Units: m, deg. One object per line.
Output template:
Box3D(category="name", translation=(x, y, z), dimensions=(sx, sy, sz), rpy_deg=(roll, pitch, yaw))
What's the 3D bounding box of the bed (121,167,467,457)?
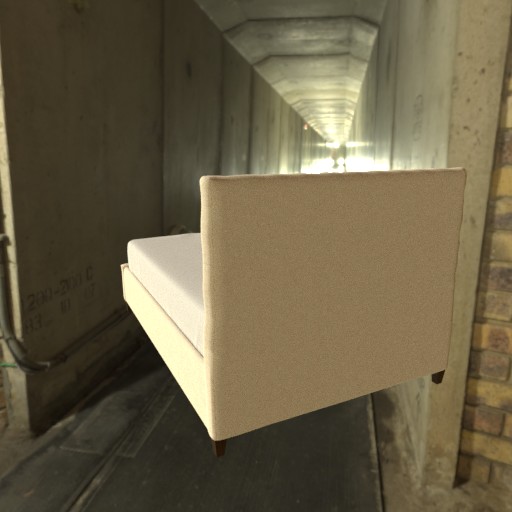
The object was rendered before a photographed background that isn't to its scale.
Box3D(category="bed", translation=(0.000, 0.000, 3.471), dimensions=(1.698, 1.427, 2.387), rpy_deg=(-7, 16, -26))
